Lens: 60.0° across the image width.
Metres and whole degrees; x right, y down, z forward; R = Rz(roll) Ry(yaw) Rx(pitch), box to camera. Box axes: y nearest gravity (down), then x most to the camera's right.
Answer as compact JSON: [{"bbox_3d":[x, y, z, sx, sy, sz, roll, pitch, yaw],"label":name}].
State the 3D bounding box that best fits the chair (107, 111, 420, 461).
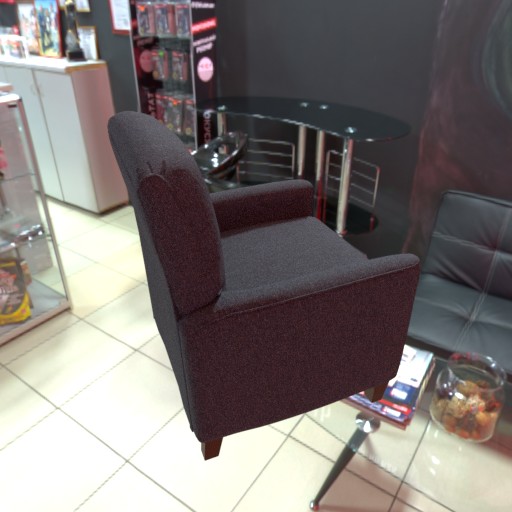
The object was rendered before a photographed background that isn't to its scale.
[{"bbox_3d":[0.000,0.000,1.608,0.850,1.016,0.839,-11,32,-19],"label":"chair"}]
